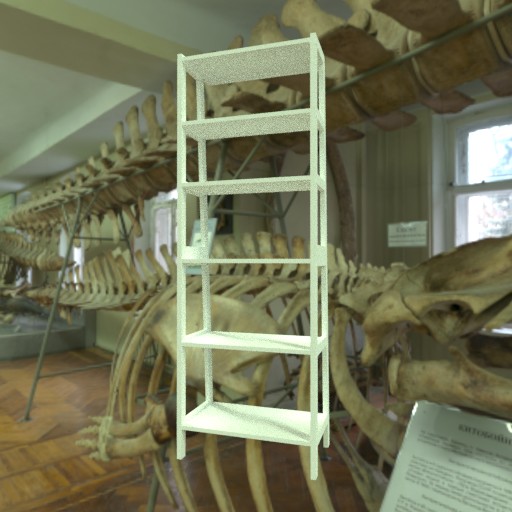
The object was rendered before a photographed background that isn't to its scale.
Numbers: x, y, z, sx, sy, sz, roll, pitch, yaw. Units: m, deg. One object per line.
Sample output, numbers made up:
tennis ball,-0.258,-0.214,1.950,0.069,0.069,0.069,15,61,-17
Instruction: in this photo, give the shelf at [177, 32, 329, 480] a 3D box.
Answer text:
shelf,0.000,0.000,2.153,0.660,1.892,0.381,0,0,18
